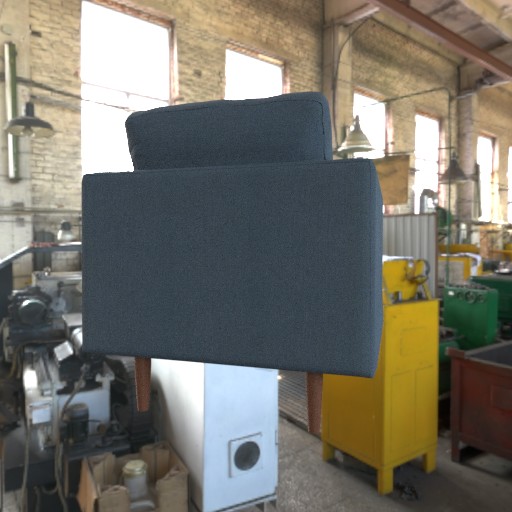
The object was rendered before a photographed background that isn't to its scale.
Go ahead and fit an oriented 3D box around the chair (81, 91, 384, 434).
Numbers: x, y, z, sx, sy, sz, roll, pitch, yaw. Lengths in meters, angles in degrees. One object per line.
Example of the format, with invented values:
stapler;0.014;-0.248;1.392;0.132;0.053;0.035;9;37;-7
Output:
chair;0.000;0.000;1.563;0.855;0.922;0.820;1;2;17
